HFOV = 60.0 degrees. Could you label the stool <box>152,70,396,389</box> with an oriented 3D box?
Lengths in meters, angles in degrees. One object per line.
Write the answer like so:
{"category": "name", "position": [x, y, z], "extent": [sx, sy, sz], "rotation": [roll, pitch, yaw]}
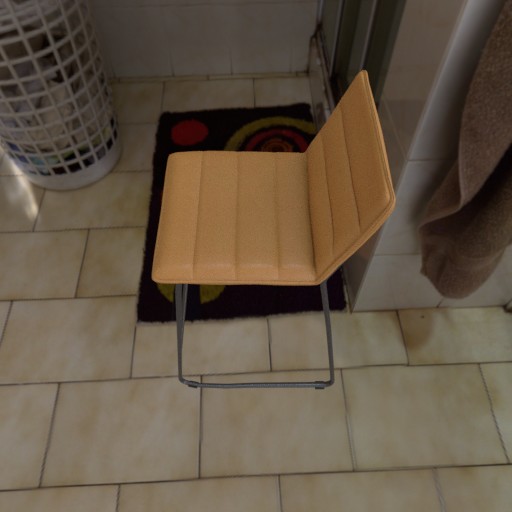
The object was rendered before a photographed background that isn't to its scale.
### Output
{"category": "stool", "position": [0.000, 0.000, 1.254], "extent": [0.524, 0.936, 0.489], "rotation": [0, 57, 0]}
